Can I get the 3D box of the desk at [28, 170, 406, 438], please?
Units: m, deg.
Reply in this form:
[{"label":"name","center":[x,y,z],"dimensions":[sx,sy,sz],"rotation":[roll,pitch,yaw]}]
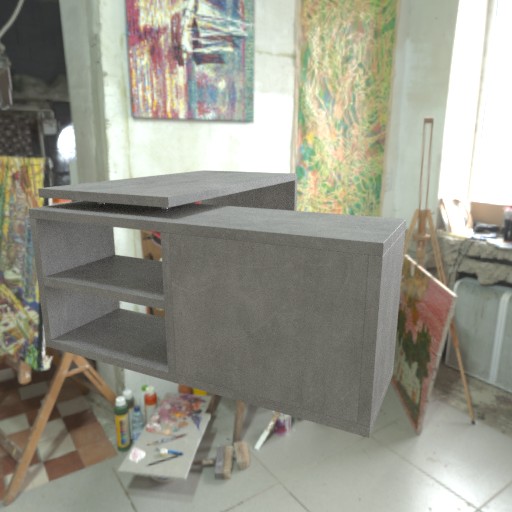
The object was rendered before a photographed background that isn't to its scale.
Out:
[{"label":"desk","center":[0.000,0.000,2.271],"dimensions":[1.500,0.740,1.400],"rotation":[7,16,25]}]
